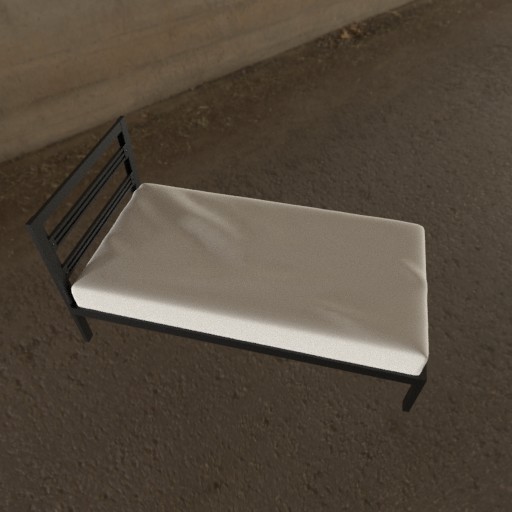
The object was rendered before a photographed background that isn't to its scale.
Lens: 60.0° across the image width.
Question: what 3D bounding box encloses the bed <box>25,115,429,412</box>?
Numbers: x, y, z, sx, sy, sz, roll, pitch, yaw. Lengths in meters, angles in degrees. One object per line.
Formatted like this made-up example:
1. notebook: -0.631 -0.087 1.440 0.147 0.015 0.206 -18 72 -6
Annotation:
1. bed: 0.000 0.000 2.528 1.930 0.967 0.991 10 47 9
